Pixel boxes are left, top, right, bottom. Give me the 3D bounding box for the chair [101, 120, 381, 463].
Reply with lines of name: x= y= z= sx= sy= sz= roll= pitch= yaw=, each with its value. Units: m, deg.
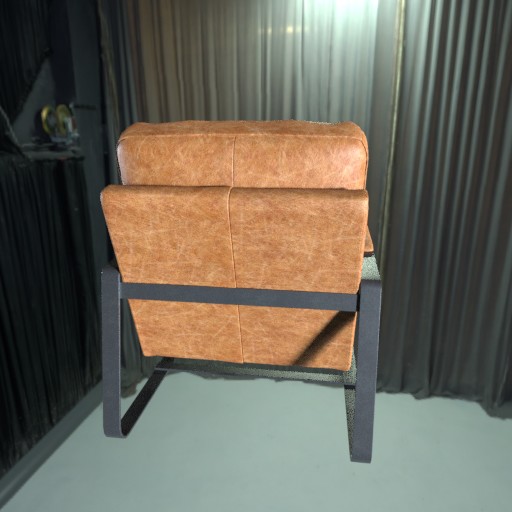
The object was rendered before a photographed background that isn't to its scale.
chair: x=0.000 y=0.000 z=1.333 sx=0.651 sy=0.777 sz=0.801 roll=2 pitch=17 yaw=8
